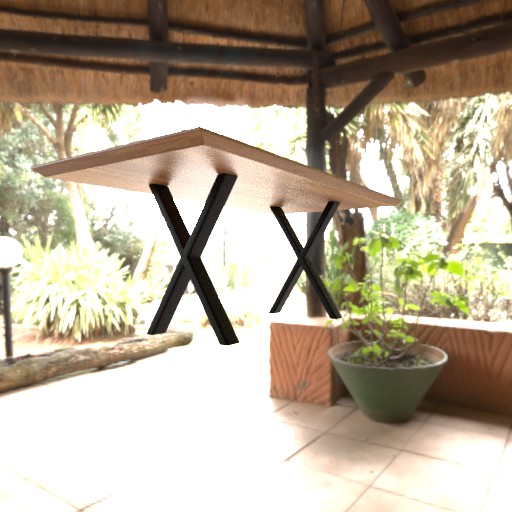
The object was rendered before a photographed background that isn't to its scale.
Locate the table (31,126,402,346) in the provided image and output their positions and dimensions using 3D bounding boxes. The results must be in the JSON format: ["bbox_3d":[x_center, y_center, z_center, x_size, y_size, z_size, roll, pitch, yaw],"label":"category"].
[{"bbox_3d":[0.000,0.000,2.461,1.000,0.770,2.000,-1,-1,35],"label":"table"}]
